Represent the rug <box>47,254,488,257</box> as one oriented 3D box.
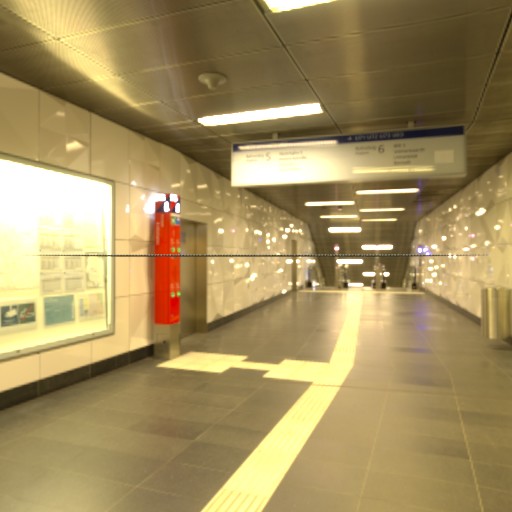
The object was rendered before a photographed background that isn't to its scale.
[{"bbox_3d":[0.000,0.000,2.332,1.835,0.003,1.206,0,0,1],"label":"rug"}]
